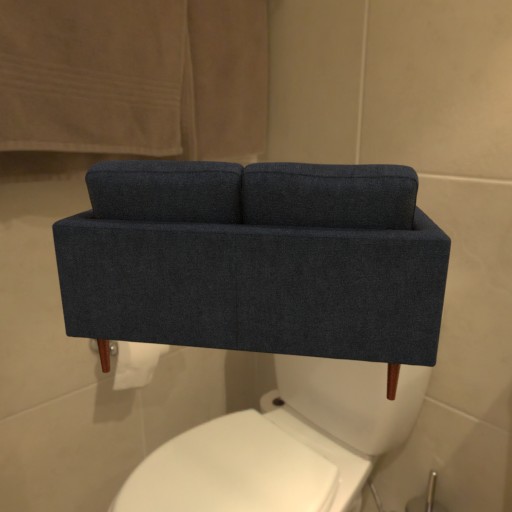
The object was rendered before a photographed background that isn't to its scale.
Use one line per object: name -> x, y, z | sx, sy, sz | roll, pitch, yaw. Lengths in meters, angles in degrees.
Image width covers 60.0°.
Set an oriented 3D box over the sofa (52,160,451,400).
sofa -> 0.000, 0.000, 2.155 | 1.582, 0.944, 0.903 | 3, 17, 9
